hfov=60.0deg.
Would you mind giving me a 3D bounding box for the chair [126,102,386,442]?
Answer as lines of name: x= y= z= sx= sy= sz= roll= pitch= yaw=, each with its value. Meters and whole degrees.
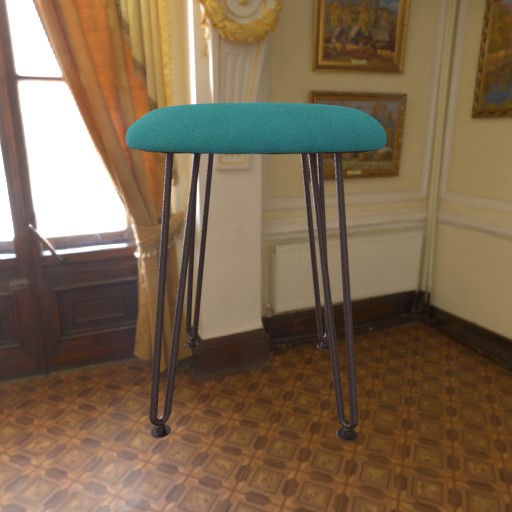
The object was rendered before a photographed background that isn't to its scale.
chair: x=0.000 y=0.000 z=0.665 sx=0.350 sy=0.430 sz=0.350 roll=-3 pitch=16 yaw=-10
